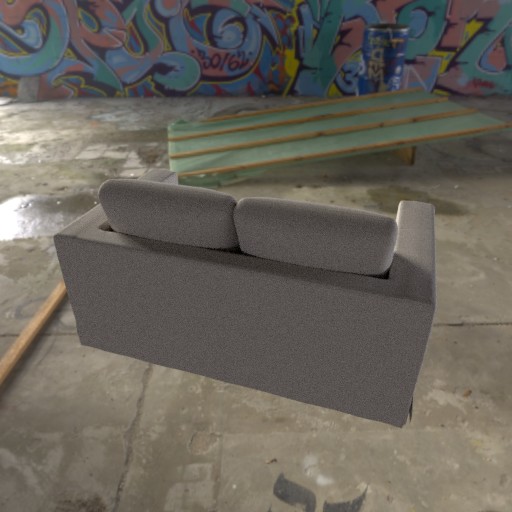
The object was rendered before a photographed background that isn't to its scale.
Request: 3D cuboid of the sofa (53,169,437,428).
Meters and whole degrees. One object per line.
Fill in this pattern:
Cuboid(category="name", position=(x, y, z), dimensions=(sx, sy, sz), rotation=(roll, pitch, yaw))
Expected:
Cuboid(category="sofa", position=(0.000, 0.000, 2.434), dimensions=(1.813, 0.932, 1.009), rotation=(10, 33, 16))
